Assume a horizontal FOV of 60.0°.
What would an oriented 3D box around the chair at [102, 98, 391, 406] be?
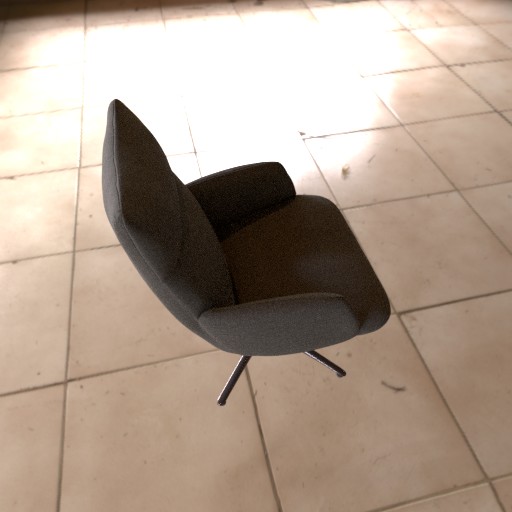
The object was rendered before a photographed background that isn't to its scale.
[{"bbox_3d":[0.000,0.000,1.513,0.831,0.984,0.702,-11,49,-9],"label":"chair"}]
